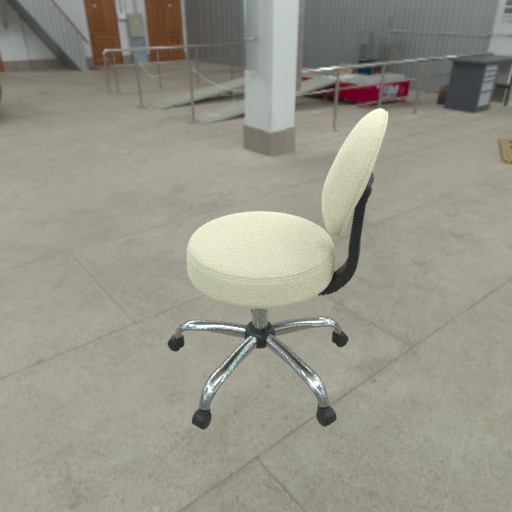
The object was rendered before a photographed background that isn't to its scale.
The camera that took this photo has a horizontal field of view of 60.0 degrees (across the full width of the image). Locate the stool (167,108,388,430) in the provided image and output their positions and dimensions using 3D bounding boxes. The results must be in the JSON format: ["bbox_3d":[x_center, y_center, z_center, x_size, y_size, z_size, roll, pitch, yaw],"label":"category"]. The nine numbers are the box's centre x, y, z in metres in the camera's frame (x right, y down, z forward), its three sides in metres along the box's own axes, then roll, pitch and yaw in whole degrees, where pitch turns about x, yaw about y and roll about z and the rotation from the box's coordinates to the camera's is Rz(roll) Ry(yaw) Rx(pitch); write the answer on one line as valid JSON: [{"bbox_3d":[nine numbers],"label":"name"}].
[{"bbox_3d":[0.000,0.000,1.259,0.616,0.810,0.609,8,30,14],"label":"stool"}]
